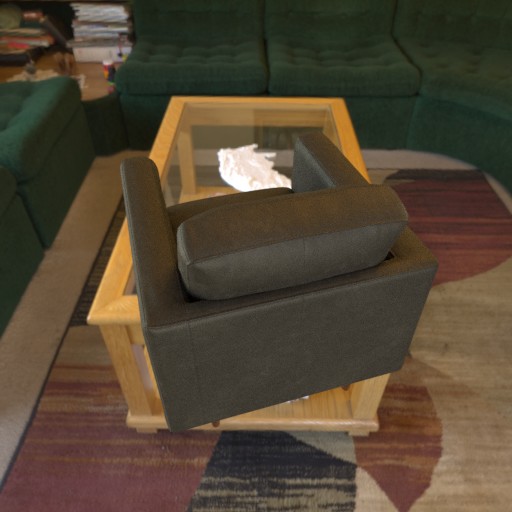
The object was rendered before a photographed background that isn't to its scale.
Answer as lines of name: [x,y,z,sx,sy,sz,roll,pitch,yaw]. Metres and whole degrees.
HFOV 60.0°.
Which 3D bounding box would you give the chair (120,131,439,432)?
chair: [0.000,0.000,1.592,0.831,0.898,0.879,-11,43,-12]
